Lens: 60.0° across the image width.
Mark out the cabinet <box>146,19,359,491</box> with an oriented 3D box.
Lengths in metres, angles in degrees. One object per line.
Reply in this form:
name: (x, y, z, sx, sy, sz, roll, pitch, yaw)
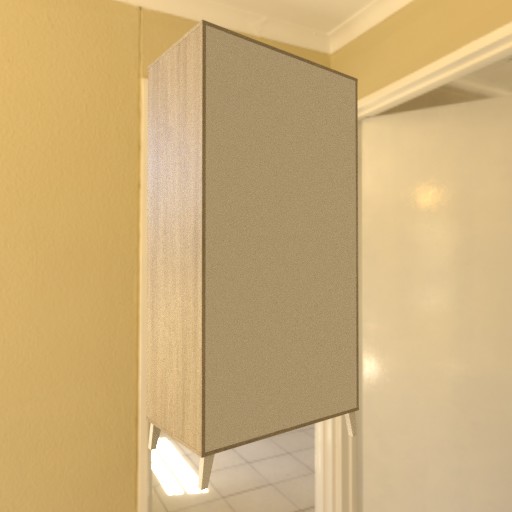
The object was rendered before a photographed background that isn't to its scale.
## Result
cabinet: (0.000, 0.000, 2.404, 1.006, 1.999, 0.571, 1, -1, -37)
